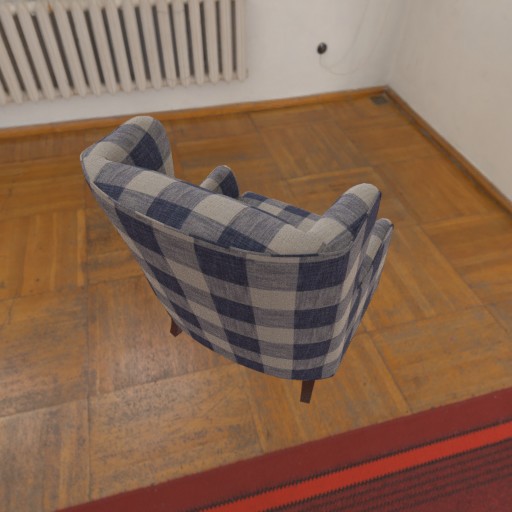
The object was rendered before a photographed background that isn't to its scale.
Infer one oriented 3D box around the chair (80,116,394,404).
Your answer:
[{"bbox_3d":[0.000,0.000,1.682,0.830,1.041,0.889,22,49,20],"label":"chair"}]
